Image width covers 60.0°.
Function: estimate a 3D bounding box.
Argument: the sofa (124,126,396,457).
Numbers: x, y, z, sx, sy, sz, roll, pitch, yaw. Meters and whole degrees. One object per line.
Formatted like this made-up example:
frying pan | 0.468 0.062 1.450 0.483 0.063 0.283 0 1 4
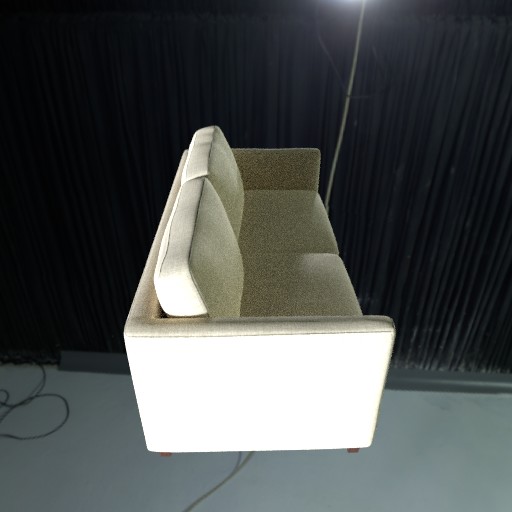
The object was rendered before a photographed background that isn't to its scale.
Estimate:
sofa | 0.000 0.000 2.391 0.950 0.963 1.884 -1 32 -1
